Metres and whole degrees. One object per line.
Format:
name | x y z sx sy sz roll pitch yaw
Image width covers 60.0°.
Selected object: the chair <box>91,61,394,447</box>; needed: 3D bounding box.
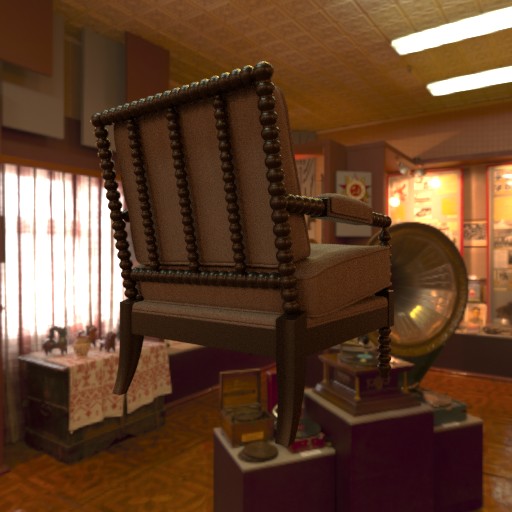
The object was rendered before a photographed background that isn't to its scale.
chair | 0.000 0.000 1.115 0.540 0.661 0.622 0 1 36
